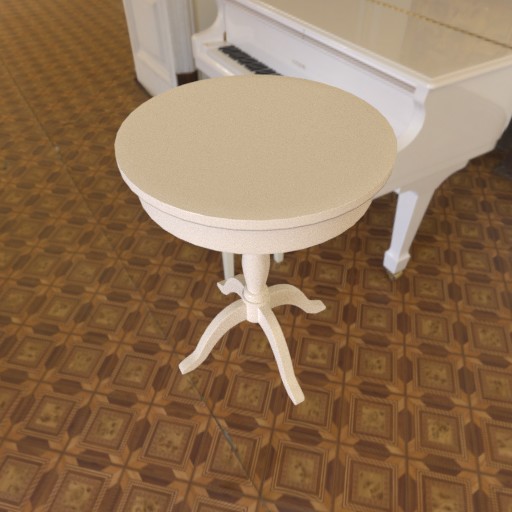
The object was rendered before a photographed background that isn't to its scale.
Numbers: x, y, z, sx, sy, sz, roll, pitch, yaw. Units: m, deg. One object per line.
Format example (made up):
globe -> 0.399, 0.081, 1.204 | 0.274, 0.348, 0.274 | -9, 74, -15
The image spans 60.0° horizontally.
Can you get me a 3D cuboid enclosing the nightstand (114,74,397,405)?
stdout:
nightstand -> 0.000, 0.000, 1.051 | 0.513, 0.653, 0.513 | -14, 46, -14
